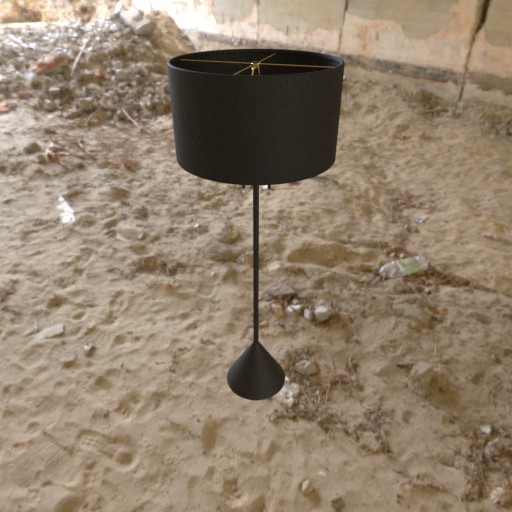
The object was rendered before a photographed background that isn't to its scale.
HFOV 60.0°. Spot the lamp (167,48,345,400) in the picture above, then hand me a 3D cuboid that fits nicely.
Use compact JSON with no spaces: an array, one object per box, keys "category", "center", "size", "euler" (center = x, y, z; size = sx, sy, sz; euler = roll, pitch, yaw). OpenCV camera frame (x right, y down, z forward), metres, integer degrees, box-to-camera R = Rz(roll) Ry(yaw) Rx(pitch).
[{"category":"lamp","center":[0.000,0.000,1.867],"size":[0.580,1.526,0.580],"euler":[9,33,15]}]
